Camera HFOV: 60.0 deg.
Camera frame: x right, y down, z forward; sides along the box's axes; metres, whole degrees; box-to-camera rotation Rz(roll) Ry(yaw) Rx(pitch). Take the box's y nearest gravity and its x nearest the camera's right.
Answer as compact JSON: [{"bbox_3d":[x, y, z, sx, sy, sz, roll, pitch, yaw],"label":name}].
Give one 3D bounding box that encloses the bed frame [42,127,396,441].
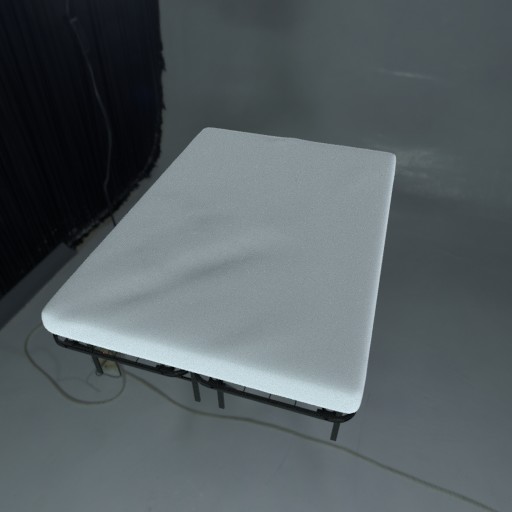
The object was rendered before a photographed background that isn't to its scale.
[{"bbox_3d":[0.000,0.000,2.570,1.372,0.637,1.905,11,43,13],"label":"bed frame"}]
